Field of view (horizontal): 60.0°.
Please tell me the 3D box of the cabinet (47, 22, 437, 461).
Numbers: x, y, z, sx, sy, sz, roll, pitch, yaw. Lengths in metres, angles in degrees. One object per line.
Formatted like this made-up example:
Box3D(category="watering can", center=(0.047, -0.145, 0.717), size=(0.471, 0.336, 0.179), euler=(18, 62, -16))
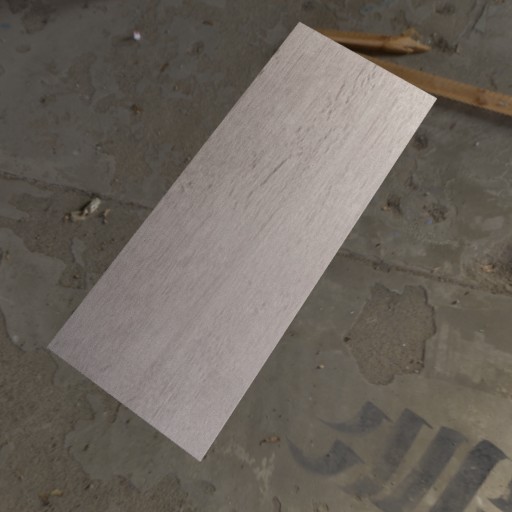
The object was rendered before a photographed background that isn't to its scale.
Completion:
Box3D(category="cabinet", center=(0.000, 0.000, 1.459), size=(0.420, 0.820, 1.040), euler=(33, 78, 8))
